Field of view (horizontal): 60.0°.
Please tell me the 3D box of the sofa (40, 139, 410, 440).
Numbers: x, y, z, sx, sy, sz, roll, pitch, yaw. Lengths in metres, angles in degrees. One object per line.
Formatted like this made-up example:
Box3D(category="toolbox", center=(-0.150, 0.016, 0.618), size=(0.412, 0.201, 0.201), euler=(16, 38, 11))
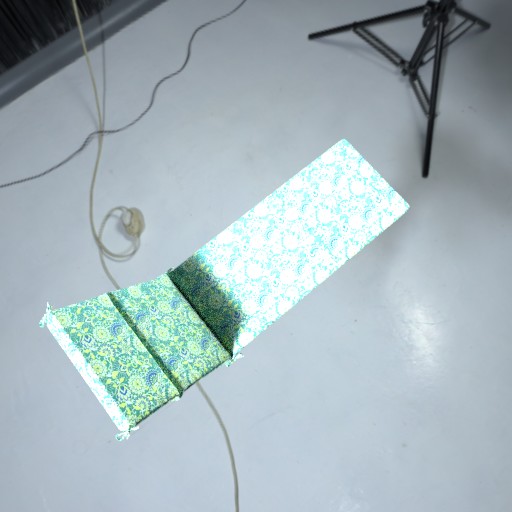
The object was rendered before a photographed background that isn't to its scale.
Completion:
Box3D(category="sofa", center=(0.000, 0.000, 1.977), size=(1.663, 0.622, 0.582), euler=(-39, 79, -9))
